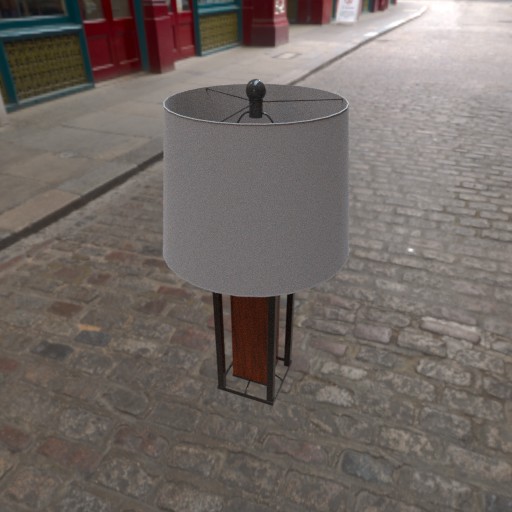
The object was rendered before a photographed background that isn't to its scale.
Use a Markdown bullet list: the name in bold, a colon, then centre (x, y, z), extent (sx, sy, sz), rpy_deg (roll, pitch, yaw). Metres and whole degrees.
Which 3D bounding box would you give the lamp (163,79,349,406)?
- **lamp**: centre (0.000, 0.000, 0.786), extent (0.320, 0.591, 0.320), rpy_deg (0, 31, 0)
